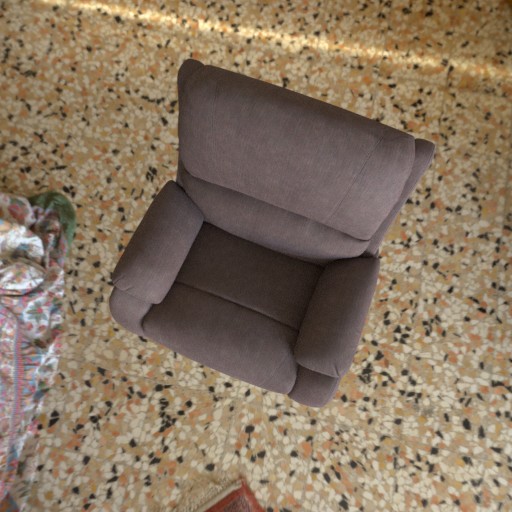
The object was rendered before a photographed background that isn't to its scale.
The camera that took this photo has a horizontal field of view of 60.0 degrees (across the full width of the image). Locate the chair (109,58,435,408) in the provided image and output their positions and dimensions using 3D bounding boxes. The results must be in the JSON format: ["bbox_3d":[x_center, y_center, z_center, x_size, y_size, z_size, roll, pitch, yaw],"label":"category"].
[{"bbox_3d":[0.000,0.000,1.696,0.930,1.011,0.899,21,76,6],"label":"chair"}]
